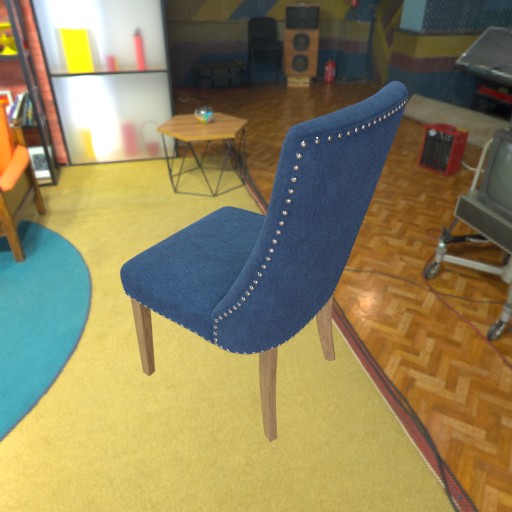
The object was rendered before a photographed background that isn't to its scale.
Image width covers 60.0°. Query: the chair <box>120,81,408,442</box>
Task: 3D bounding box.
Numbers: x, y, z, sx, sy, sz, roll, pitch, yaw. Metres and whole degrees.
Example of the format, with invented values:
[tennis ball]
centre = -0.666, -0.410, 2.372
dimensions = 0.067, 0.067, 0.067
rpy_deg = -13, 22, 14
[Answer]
[chair]
centre = 0.000, 0.000, 1.218
dimensions = 0.610, 0.902, 0.495
rpy_deg = 21, 38, 29
